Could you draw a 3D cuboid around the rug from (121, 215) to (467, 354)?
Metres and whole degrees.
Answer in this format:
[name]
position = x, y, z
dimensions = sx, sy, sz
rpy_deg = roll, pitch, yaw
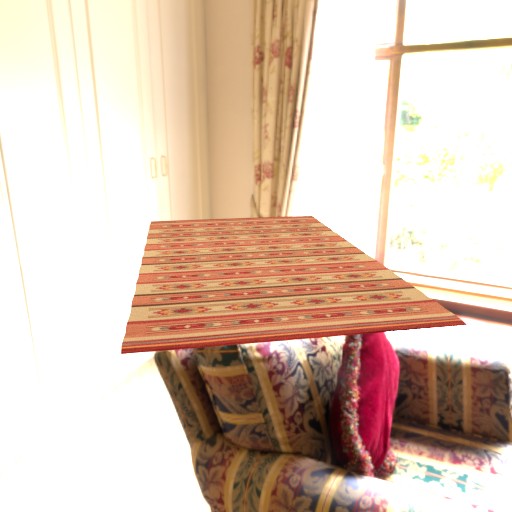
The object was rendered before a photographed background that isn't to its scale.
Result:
[rug]
position = 0.000, 0.000, 3.031
dimensions = 1.535, 0.010, 2.431
rpy_deg = -3, 17, -9
